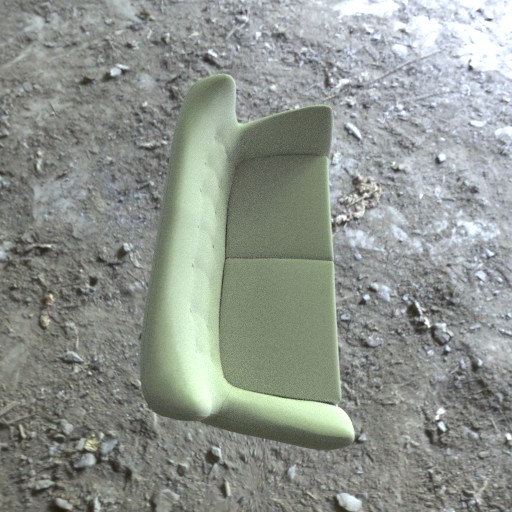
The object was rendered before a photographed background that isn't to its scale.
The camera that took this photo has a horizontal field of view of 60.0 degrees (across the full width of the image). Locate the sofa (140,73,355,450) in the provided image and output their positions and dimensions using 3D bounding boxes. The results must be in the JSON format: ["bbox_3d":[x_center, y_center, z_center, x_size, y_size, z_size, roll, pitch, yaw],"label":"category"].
[{"bbox_3d":[0.000,0.000,2.398,0.899,0.890,1.930,2,62,1],"label":"sofa"}]
